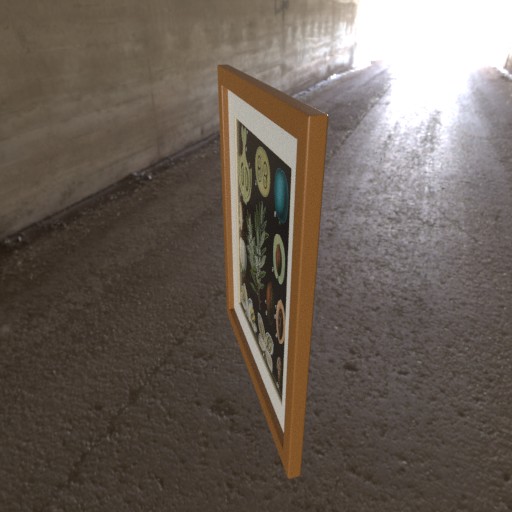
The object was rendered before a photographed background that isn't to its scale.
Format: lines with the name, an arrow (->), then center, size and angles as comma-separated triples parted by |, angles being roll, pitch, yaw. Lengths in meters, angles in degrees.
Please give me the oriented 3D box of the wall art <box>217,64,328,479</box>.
wall art -> 0.000, 0.000, 0.745 | 0.021, 0.550, 0.449 | -8, 30, -13
